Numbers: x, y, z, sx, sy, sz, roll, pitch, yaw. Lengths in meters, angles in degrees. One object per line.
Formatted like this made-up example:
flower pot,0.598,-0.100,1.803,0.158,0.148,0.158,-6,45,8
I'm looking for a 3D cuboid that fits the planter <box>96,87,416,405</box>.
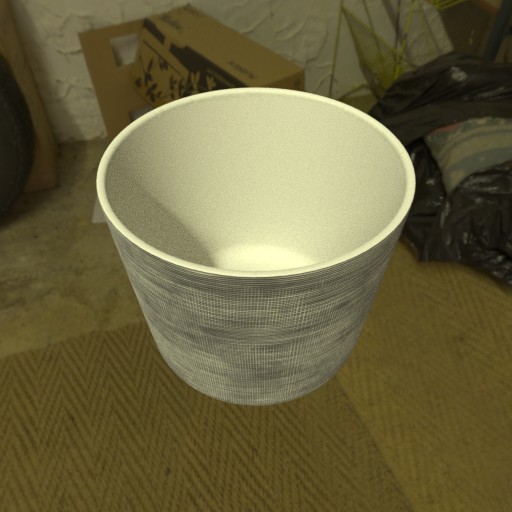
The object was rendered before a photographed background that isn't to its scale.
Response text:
planter,0.000,0.000,0.772,0.440,0.398,0.440,0,47,0
